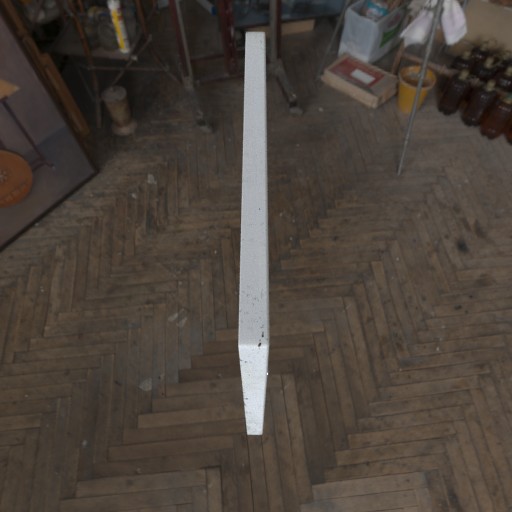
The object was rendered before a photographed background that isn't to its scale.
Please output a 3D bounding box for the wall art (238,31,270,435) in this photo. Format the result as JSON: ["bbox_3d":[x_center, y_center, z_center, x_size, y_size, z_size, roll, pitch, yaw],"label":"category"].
[{"bbox_3d":[0.000,0.000,0.928,0.040,0.611,0.610,0,59,0],"label":"wall art"}]
